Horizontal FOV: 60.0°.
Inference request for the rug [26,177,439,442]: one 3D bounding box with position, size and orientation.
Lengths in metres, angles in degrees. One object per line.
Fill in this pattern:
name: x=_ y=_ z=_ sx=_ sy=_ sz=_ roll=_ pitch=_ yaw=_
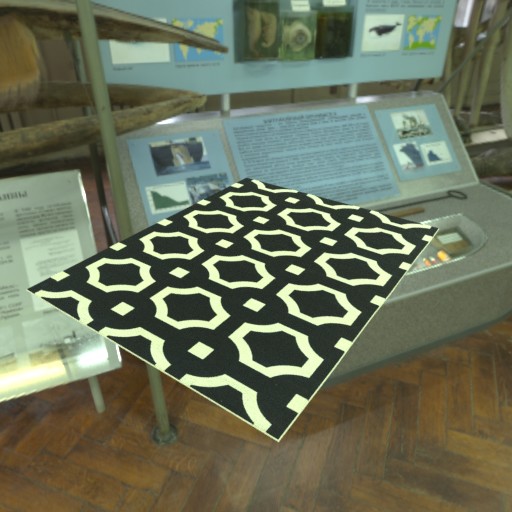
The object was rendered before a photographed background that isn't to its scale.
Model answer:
rug: x=0.000 y=0.000 z=4.093 sx=2.466 sy=0.021 sz=3.049 roll=20 pitch=37 yaw=30
